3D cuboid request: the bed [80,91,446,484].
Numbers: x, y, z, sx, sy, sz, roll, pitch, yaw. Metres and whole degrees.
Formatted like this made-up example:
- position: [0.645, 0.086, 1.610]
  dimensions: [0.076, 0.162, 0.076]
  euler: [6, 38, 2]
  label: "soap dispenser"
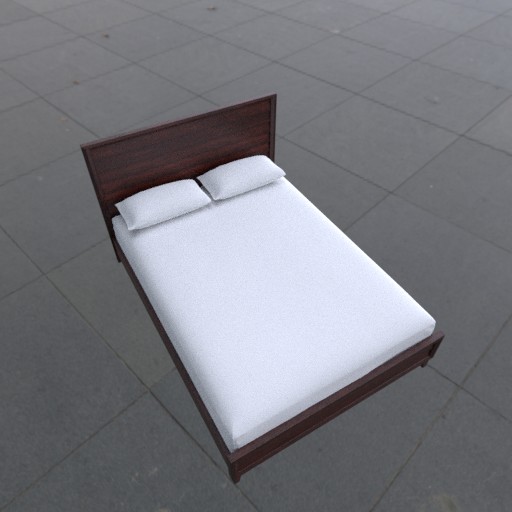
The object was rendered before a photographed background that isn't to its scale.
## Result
- position: [0.000, 0.000, 4.018]
  dimensions: [2.040, 1.492, 2.803]
  euler: [-23, 50, -21]
  label: "bed"
